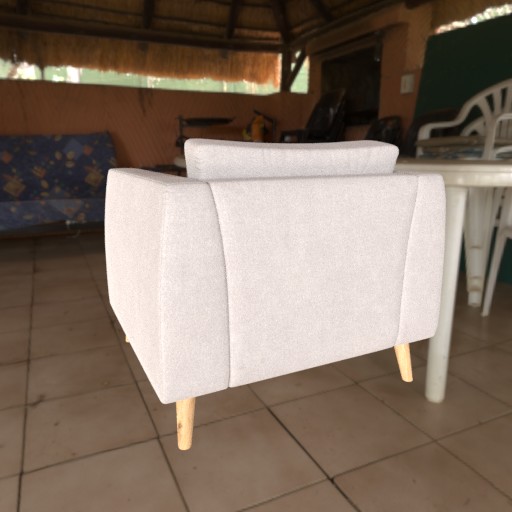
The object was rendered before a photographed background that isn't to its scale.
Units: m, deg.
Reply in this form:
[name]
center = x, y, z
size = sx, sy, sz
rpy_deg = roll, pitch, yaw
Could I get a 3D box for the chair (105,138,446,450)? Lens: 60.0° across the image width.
[chair]
center = 0.000, 0.000, 1.709
size = 1.000, 0.860, 0.930
rpy_deg = -7, 15, -26
